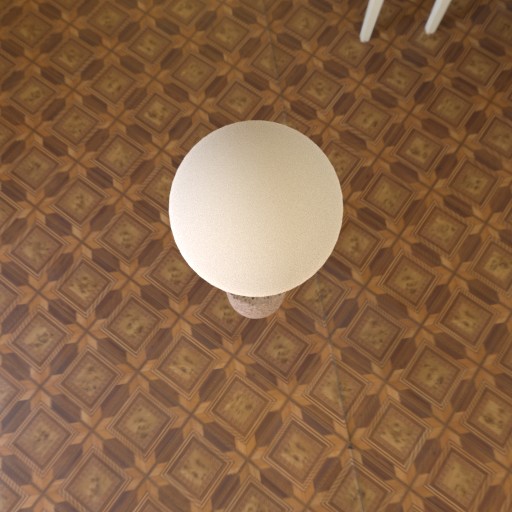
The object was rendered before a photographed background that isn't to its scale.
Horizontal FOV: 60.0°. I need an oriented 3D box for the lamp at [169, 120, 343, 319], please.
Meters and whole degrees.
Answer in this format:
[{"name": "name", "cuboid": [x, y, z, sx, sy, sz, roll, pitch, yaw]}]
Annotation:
[{"name": "lamp", "cuboid": [0.000, 0.000, 0.554, 0.153, 0.480, 0.153, 0, 75, 0]}]
